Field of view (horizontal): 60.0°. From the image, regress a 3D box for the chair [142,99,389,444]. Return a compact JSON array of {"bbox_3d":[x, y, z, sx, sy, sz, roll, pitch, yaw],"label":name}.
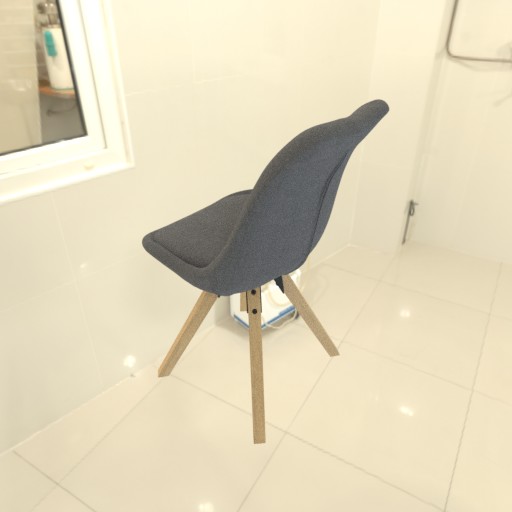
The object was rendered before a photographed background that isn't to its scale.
[{"bbox_3d":[0.000,0.000,1.207,0.550,0.850,0.485,22,39,31],"label":"chair"}]
